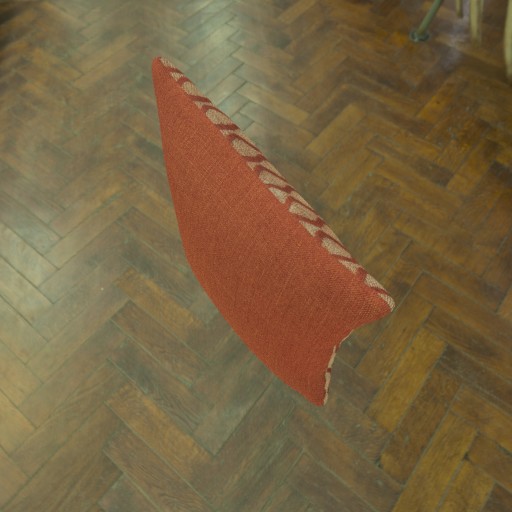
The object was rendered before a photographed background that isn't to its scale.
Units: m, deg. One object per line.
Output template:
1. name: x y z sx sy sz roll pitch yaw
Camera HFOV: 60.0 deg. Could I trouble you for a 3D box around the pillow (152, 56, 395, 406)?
1. pillow: 0.000 0.000 0.663 0.159 0.434 0.429 -33 65 -18
